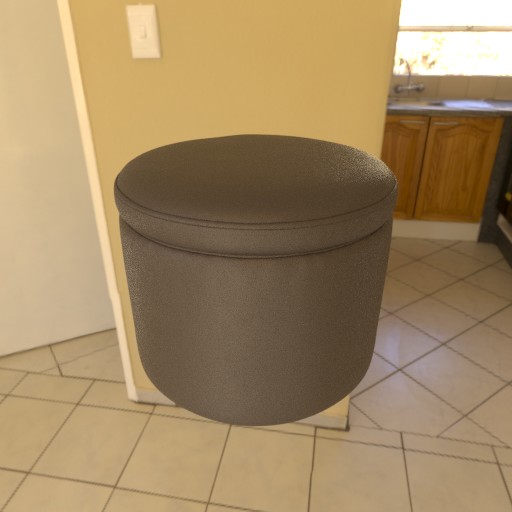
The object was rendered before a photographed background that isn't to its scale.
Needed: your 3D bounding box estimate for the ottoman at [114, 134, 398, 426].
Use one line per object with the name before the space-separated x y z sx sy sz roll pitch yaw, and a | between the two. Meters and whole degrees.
ottoman | 0.000 0.000 0.879 0.500 0.409 0.500 0 27 0
